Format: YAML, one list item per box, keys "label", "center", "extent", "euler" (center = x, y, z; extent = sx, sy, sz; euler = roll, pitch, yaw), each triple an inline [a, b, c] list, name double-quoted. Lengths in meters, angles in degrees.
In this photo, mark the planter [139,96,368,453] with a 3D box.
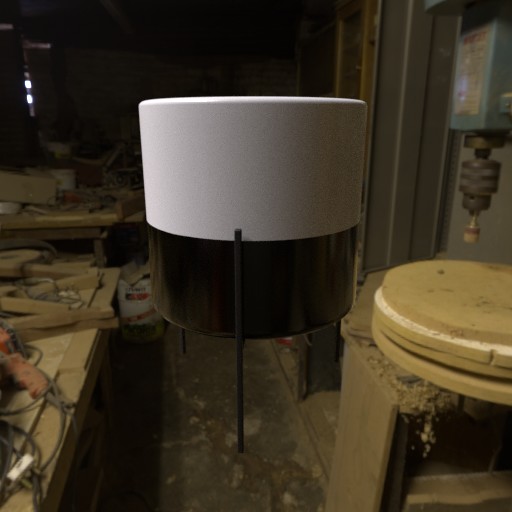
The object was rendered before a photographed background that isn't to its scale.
- label: "planter"
  center: [0.000, 0.000, 0.658]
  extent: [0.310, 0.432, 0.310]
  euler: [-3, 17, -9]
